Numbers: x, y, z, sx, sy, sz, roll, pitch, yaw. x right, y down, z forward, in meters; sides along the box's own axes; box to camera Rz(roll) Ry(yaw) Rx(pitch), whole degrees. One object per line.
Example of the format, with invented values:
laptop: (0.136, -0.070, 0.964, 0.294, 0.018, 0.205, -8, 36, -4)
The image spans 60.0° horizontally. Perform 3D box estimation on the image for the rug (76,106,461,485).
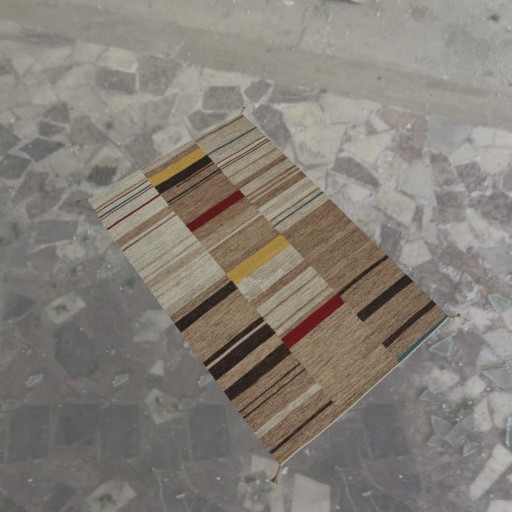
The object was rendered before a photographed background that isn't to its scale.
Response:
rug: (0.000, 0.000, 2.462, 1.268, 0.007, 1.918, -35, 68, -16)
